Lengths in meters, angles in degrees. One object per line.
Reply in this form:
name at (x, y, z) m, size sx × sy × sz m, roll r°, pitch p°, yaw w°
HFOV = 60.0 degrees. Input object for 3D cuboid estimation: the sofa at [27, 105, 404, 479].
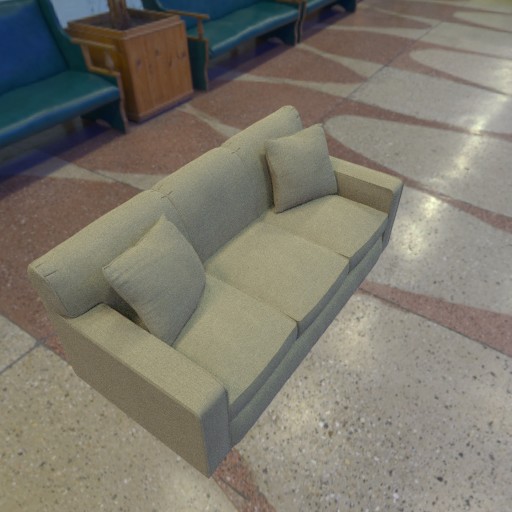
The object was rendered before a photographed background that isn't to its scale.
sofa at (0.000, 0.000, 2.542) m, size 0.997 × 0.958 × 2.024 m, roll 25°, pitch 47°, yaw 26°
